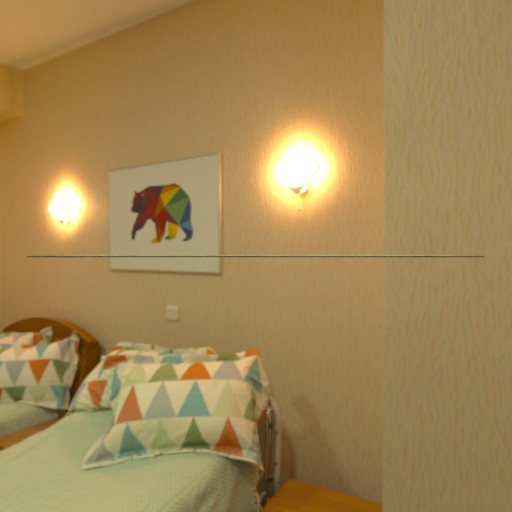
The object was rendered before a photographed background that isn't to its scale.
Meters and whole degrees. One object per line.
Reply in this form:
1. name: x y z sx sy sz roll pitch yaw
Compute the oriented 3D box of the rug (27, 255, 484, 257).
1. rug: 0.000 0.000 2.539 2.275 0.009 0.684 0 1 0
